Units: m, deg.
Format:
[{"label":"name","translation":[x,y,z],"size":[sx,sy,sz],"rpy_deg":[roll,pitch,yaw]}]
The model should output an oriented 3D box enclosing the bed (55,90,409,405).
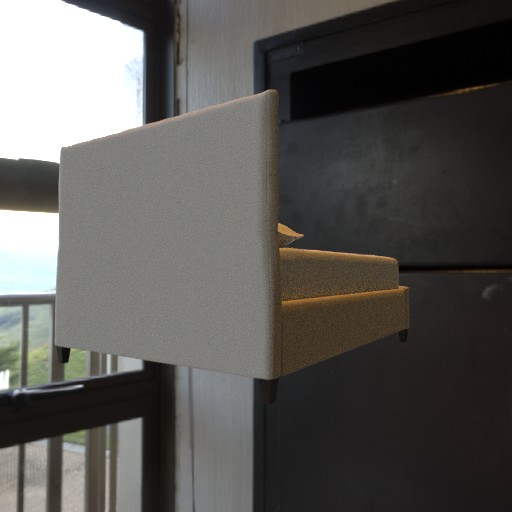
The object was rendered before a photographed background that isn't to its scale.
[{"label":"bed","translation":[0.000,0.000,3.354],"size":[1.696,1.426,2.233],"rpy_deg":[-1,-3,34]}]
